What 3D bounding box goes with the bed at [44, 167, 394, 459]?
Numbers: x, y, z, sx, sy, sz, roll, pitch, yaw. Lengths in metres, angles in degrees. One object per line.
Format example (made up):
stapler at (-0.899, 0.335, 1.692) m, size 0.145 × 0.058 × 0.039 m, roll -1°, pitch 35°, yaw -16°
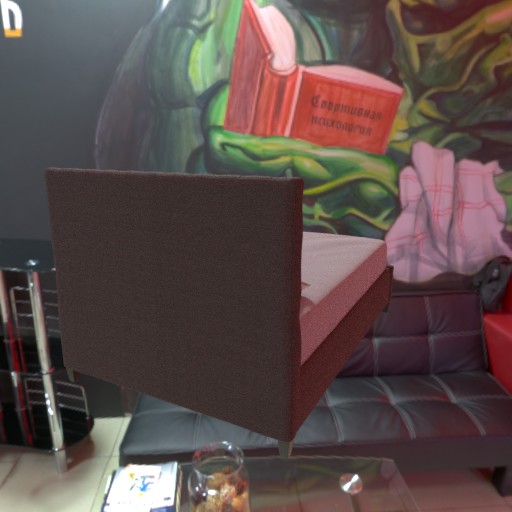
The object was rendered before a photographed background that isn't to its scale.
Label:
bed at (0.000, 0.000, 3.467) m, size 1.698 × 1.427 × 2.387 m, roll 8°, pitch 16°, yaw 27°
